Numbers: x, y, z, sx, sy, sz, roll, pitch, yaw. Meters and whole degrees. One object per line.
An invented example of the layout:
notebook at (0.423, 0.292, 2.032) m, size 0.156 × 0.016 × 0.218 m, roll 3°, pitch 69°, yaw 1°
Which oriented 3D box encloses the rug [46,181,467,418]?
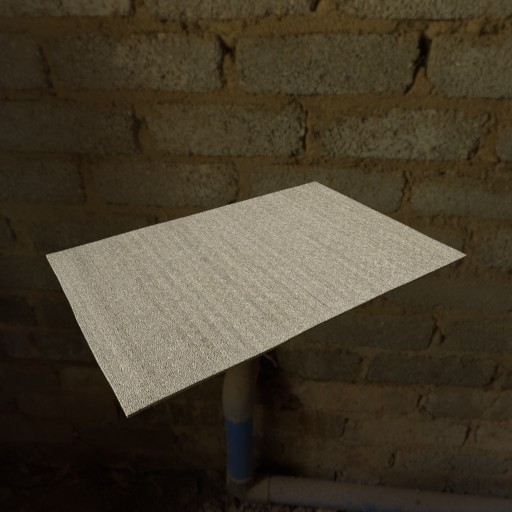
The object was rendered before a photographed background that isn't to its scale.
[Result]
rug at (0.000, 0.000, 2.898) m, size 2.297 × 0.018 × 1.532 m, roll -19°, pitch 36°, yaw -28°
